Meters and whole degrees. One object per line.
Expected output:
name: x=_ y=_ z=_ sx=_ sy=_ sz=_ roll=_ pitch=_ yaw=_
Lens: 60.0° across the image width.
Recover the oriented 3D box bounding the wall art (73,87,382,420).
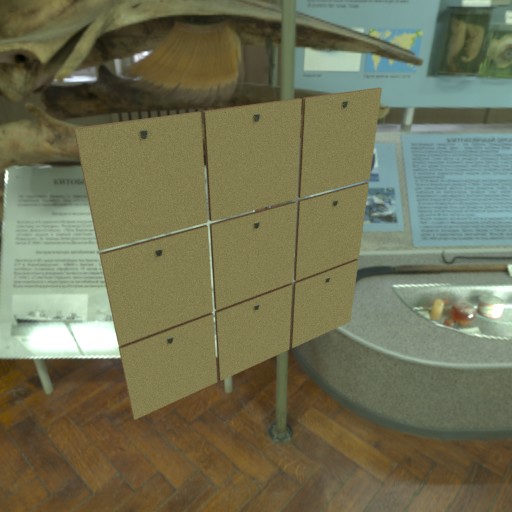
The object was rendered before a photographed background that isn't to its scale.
wall art: x=0.000 y=0.000 z=1.848 sx=1.221 sy=1.218 sz=0.024 roll=-18 pitch=35 yaw=-28
